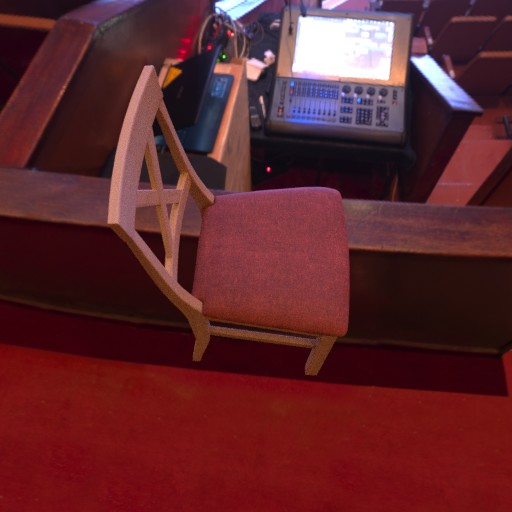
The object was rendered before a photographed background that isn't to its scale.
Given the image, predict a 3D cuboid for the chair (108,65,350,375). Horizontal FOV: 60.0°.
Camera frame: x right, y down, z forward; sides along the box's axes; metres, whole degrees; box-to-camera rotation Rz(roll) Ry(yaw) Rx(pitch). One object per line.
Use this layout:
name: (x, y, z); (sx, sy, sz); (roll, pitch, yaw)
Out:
chair: (0.000, 0.000, 1.197); (0.492, 0.912, 0.439); (2, 63, 1)
